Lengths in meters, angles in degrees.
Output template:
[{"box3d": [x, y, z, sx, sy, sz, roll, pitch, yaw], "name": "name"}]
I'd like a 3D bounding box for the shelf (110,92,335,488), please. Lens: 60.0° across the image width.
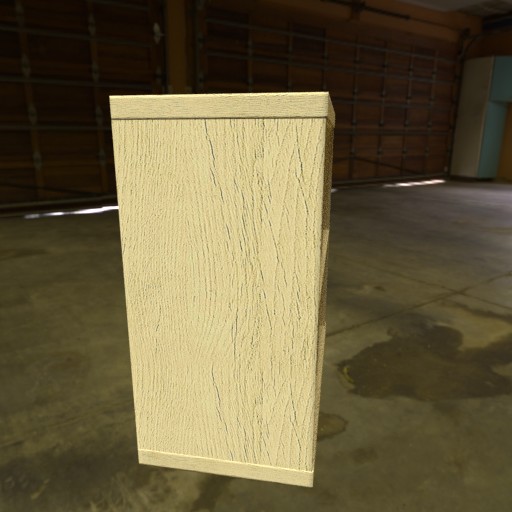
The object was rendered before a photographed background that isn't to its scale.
[{"box3d": [0.000, 0.000, 1.241, 0.390, 0.786, 0.790, 3, 15, 10], "name": "shelf"}]
